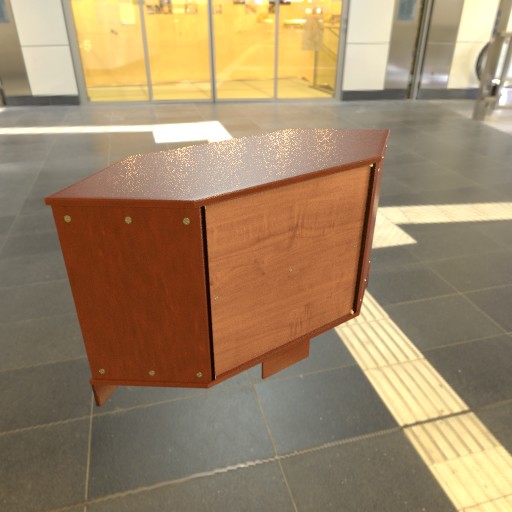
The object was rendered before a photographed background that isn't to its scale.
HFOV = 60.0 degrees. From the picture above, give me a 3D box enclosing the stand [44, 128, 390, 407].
[{"bbox_3d":[0.000,0.000,1.337,1.072,0.614,0.381,-19,34,-30],"label":"stand"}]
